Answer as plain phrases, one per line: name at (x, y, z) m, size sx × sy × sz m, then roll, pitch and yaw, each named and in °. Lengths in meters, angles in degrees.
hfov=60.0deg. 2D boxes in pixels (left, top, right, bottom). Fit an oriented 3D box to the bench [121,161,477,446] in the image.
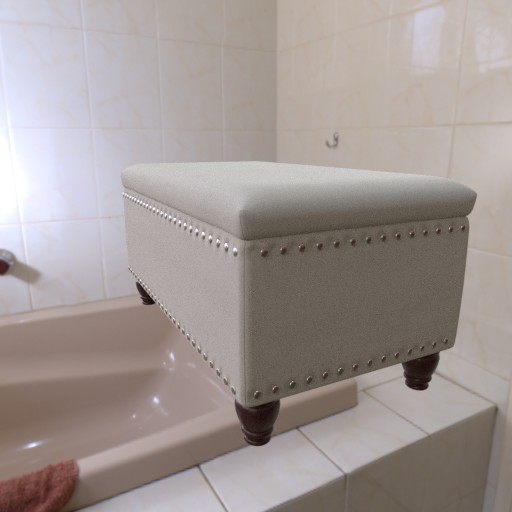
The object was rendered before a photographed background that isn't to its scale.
bench at (0.000, 0.000, 1.158) m, size 0.500 × 0.449 × 0.887 m, roll -7°, pitch 16°, yaw -26°
